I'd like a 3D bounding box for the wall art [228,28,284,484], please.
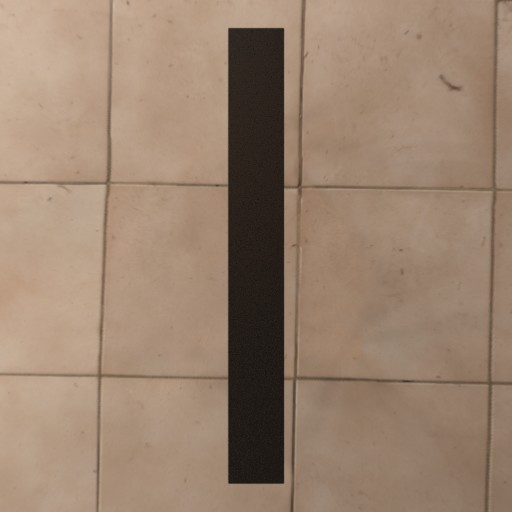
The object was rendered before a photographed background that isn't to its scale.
[{"bbox_3d":[0.000,0.000,0.446,0.038,0.304,0.304,0,90,0],"label":"wall art"}]
